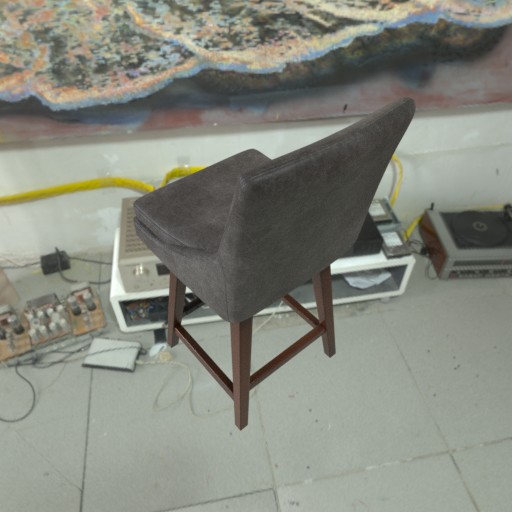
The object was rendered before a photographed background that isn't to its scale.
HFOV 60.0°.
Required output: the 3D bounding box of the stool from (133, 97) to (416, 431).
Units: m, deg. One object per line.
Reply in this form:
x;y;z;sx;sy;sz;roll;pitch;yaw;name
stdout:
0.000;0.000;1.339;0.492;1.046;0.587;-31;52;-27;stool
